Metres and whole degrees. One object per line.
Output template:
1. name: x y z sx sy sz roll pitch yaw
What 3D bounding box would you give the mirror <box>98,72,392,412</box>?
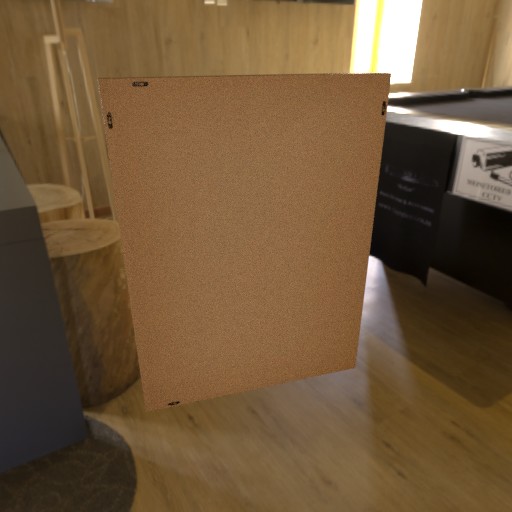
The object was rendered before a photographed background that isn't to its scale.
1. mirror: 0.000 0.000 1.343 0.762 1.016 0.041 -7 27 -15
